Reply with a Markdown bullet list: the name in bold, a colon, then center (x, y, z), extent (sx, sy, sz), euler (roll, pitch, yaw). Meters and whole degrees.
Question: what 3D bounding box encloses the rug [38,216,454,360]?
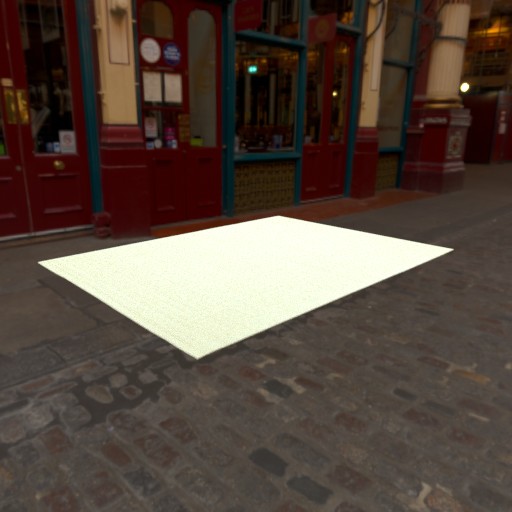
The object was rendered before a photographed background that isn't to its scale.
- **rug**: center (0.000, 0.000, 4.276), extent (3.204, 0.016, 2.452), euler (-15, 22, -41)
